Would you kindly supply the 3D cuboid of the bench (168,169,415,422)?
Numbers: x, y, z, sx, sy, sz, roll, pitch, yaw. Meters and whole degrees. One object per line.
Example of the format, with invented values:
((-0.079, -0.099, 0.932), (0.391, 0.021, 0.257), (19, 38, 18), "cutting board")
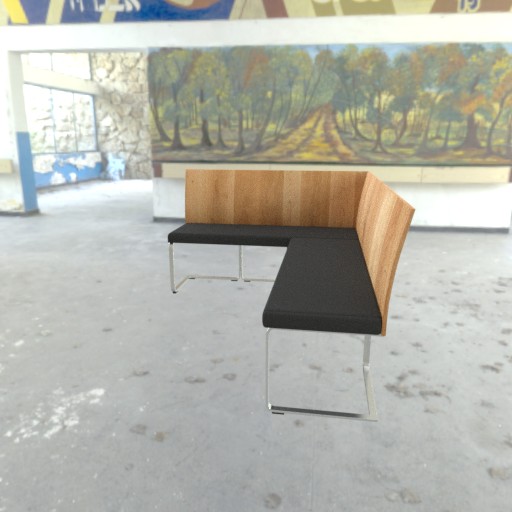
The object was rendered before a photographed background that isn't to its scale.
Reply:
((0.000, 0.000, 2.785), (1.495, 0.930, 1.945), (2, 15, 9), "bench")
